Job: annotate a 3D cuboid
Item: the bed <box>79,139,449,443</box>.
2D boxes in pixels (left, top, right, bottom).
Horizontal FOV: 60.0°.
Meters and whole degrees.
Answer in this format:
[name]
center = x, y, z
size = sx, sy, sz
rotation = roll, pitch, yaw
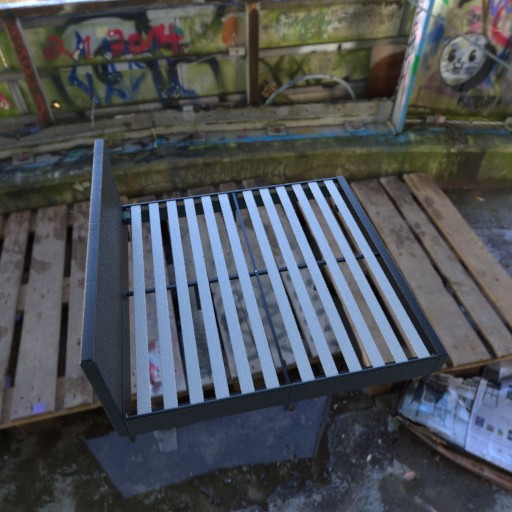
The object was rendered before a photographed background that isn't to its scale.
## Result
[bed]
center = 0.000, 0.000, 3.306
size = 2.152, 1.046, 2.018
rotation = -9, 47, -8
